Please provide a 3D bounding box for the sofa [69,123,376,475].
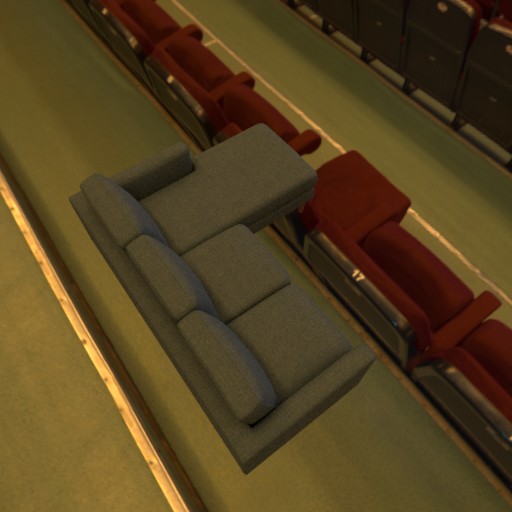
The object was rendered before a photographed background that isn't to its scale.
[{"bbox_3d":[0.000,0.000,3.010,1.667,0.957,2.055,-32,64,-18],"label":"sofa"}]
